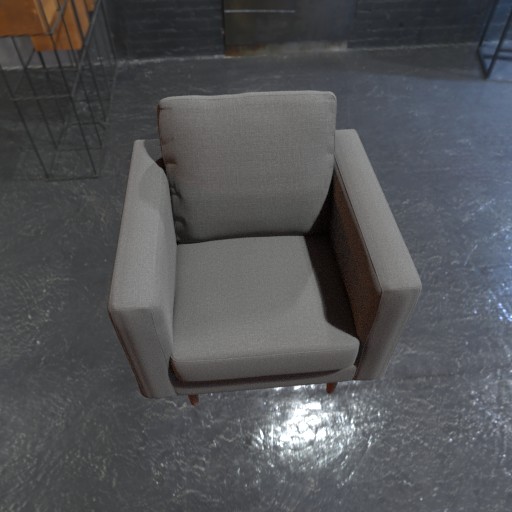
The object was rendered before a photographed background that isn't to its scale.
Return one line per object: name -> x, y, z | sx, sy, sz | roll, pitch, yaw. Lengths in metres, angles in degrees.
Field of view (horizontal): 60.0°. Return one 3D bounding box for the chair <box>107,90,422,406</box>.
chair -> 0.000, 0.000, 1.574 | 0.854, 0.927, 0.800 | -4, 48, -3
